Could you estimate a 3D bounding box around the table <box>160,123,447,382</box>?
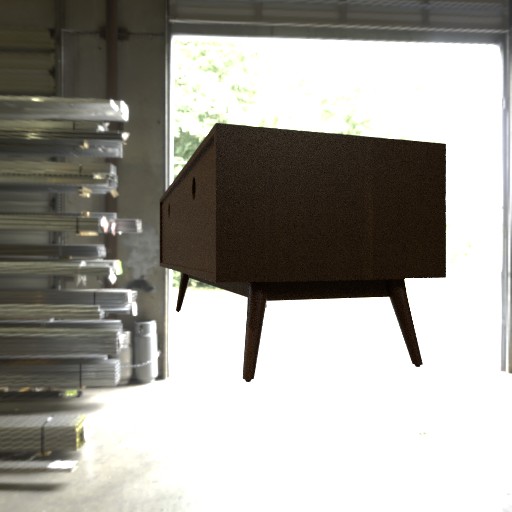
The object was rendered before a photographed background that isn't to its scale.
[{"bbox_3d":[0.000,0.000,1.372,0.490,0.464,1.119,0,0,-17],"label":"table"}]
